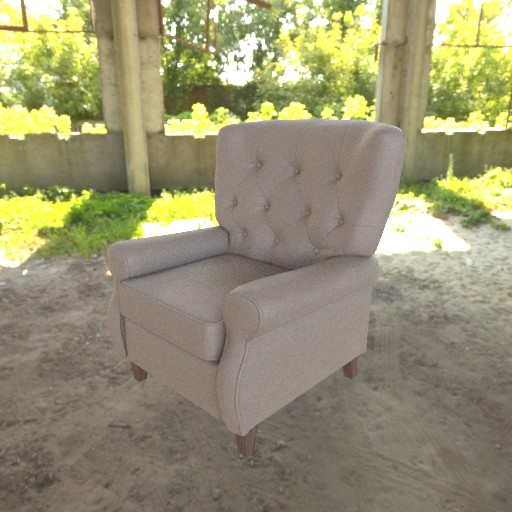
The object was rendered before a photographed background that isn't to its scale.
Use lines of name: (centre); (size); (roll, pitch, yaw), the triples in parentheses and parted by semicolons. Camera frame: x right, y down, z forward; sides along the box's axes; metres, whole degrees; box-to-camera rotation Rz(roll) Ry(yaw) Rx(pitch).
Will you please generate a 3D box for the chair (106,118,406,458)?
chair: (0.000, 0.000, 1.913); (0.999, 1.138, 1.041); (16, 23, 42)
